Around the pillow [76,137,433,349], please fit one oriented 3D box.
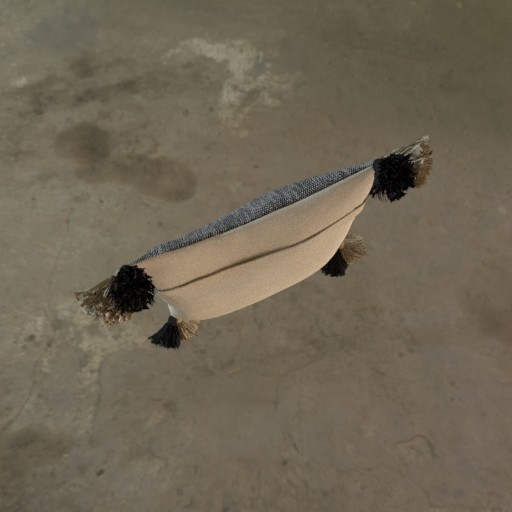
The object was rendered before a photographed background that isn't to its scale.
[{"bbox_3d":[0.000,0.000,0.972,0.654,0.659,0.170,-23,75,-7],"label":"pillow"}]
